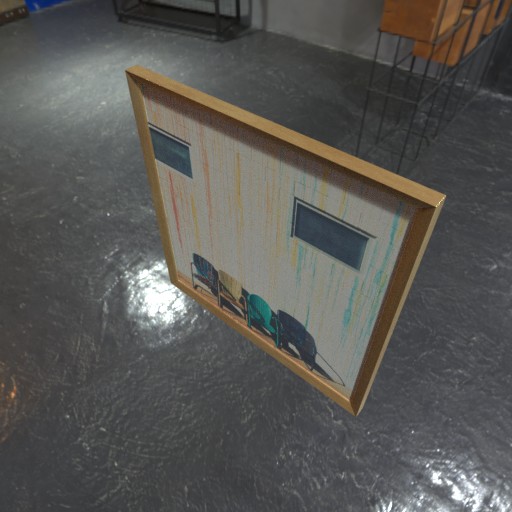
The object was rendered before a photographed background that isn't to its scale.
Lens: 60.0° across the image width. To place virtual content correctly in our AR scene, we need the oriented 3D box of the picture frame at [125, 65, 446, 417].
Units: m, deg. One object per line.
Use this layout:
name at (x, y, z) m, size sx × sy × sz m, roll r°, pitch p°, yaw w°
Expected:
picture frame at (0.000, 0.000, 1.136) m, size 0.758 × 0.761 × 0.037 m, roll 31°, pitch 54°, yaw 26°
